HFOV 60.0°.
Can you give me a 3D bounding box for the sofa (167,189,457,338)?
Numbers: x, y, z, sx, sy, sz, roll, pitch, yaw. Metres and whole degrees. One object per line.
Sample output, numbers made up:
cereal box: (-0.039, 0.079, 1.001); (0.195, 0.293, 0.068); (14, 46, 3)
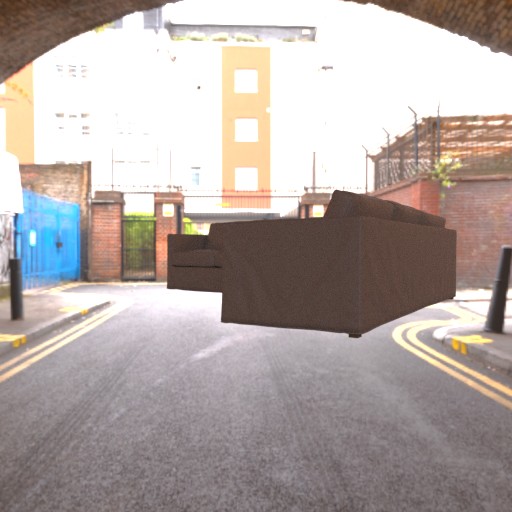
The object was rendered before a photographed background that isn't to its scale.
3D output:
sofa: (0.000, 0.000, 4.340); (3.182, 0.871, 2.432); (1, 1, 36)
